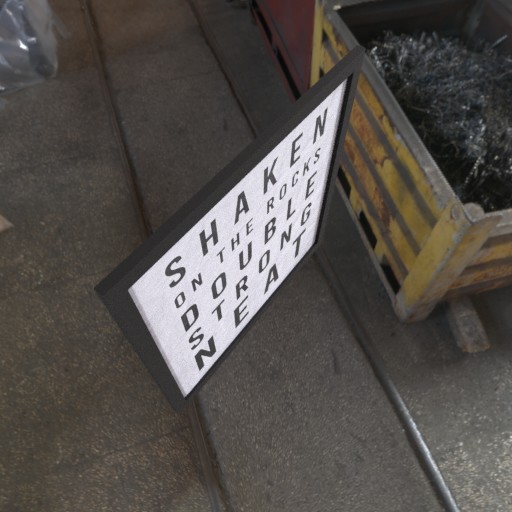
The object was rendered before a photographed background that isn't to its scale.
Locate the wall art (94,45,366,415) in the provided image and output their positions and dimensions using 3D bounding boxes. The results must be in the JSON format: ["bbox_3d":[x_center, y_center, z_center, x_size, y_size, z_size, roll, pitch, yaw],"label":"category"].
[{"bbox_3d":[0.000,0.000,0.679,0.013,0.458,0.456,33,64,19],"label":"wall art"}]
